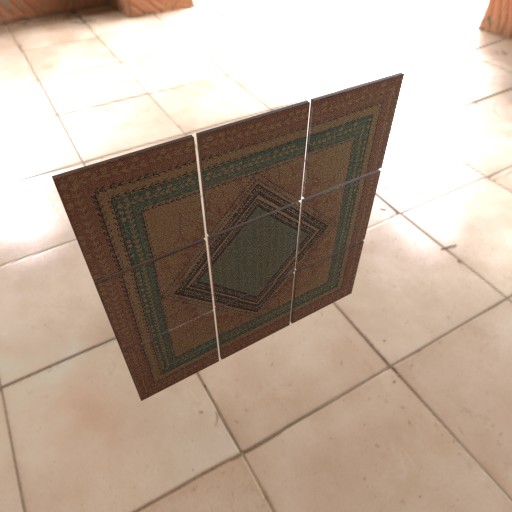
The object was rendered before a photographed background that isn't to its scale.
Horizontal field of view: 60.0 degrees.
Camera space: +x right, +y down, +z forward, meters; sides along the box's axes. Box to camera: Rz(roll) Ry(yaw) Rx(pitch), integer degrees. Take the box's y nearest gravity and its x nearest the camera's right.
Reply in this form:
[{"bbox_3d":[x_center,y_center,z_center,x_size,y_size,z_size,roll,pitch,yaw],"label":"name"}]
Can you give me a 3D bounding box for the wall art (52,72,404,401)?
[{"bbox_3d":[0.000,0.000,1.345,0.915,0.914,0.013,-23,50,-21],"label":"wall art"}]
